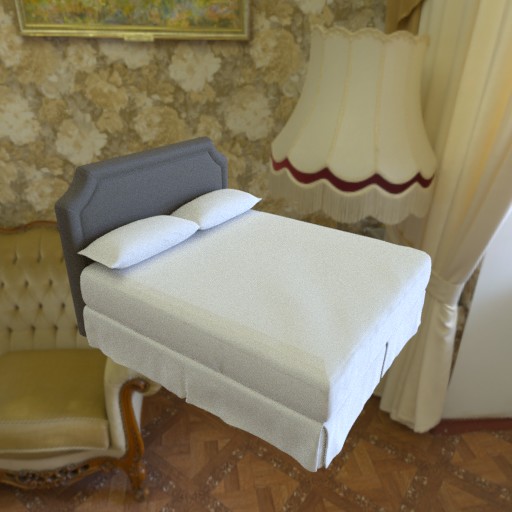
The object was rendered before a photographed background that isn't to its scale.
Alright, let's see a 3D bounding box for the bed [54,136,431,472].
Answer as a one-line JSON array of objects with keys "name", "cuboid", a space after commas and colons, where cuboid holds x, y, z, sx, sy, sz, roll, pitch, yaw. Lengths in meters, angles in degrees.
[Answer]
[{"name": "bed", "cuboid": [0.000, 0.000, 3.885, 2.536, 1.561, 2.194, 17, 31, 31]}]
